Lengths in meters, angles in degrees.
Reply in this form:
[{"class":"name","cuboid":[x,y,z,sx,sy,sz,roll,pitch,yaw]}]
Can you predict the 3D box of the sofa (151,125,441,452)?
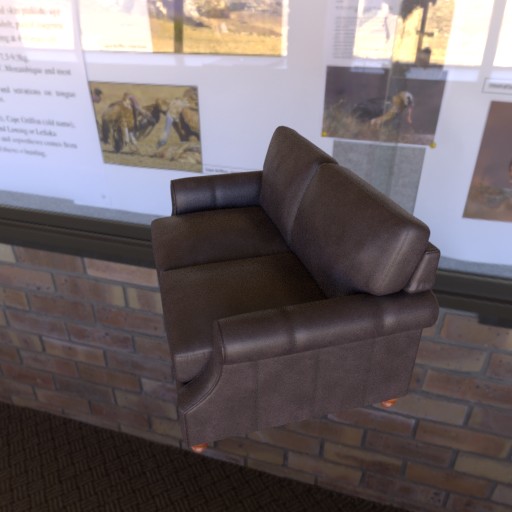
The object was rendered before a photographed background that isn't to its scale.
[{"class":"sofa","cuboid":[0.000,0.000,2.334,1.030,0.979,1.663,-8,31,-13]}]
